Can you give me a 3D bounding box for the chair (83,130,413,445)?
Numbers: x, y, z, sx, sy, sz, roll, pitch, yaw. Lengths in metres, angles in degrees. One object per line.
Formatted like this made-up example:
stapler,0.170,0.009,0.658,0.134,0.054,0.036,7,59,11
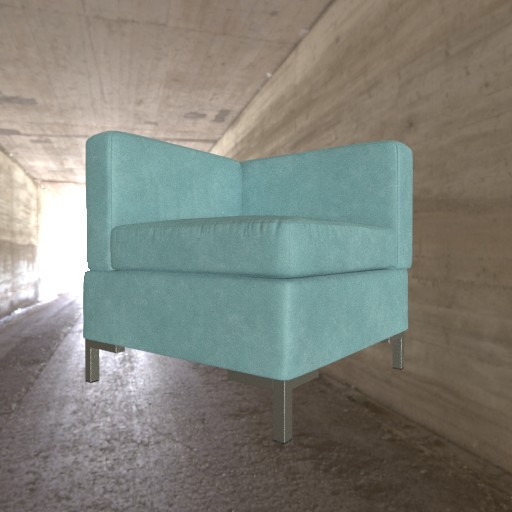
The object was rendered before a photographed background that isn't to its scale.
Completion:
chair,0.000,0.000,1.223,0.680,0.660,0.680,1,1,37
